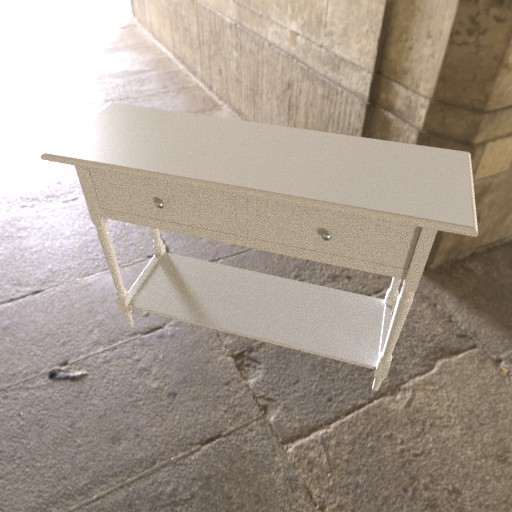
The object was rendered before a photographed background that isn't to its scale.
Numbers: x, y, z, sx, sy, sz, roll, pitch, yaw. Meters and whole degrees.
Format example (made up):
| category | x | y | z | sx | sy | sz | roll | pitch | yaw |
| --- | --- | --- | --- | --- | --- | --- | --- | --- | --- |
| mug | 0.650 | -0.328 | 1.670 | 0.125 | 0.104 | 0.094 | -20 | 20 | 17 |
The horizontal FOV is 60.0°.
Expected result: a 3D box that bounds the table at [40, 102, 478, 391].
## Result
| category | x | y | z | sx | sy | sz | roll | pitch | yaw |
| --- | --- | --- | --- | --- | --- | --- | --- | --- | --- |
| table | 0.000 | 0.000 | 1.560 | 1.197 | 0.808 | 0.384 | 12 | 44 | 13 |
